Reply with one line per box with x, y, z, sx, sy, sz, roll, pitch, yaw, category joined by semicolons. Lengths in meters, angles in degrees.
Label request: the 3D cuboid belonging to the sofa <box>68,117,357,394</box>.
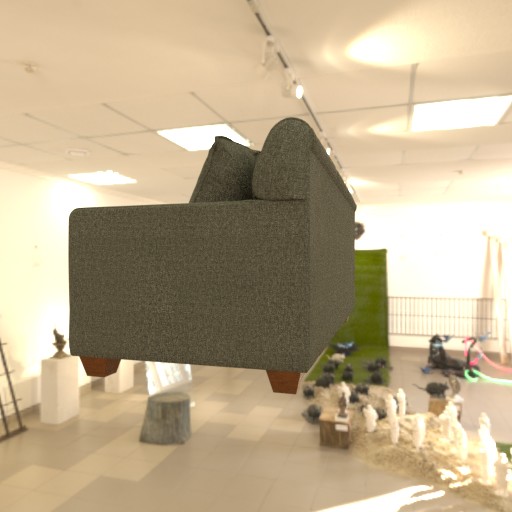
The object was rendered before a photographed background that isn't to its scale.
0.000;0.000;2.534;0.997;0.958;2.024;0;-1;17;sofa
